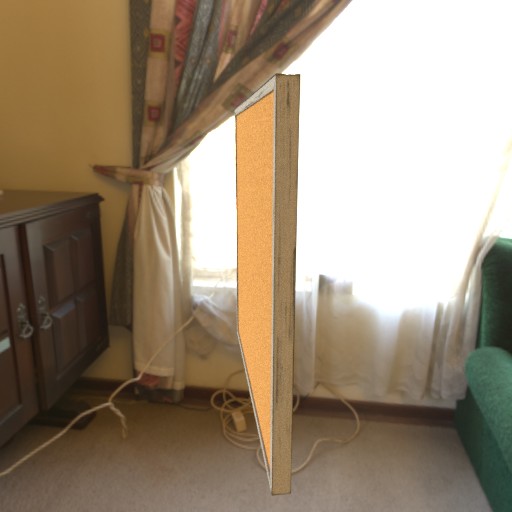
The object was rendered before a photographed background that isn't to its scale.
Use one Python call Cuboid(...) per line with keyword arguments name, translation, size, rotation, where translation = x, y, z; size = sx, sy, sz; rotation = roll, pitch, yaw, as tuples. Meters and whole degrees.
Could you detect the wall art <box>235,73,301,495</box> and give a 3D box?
Cuboid(name="wall art", translation=(0.000, 0.000, 1.129), size=(0.037, 0.761, 0.761), rotation=(-2, 14, -7))
